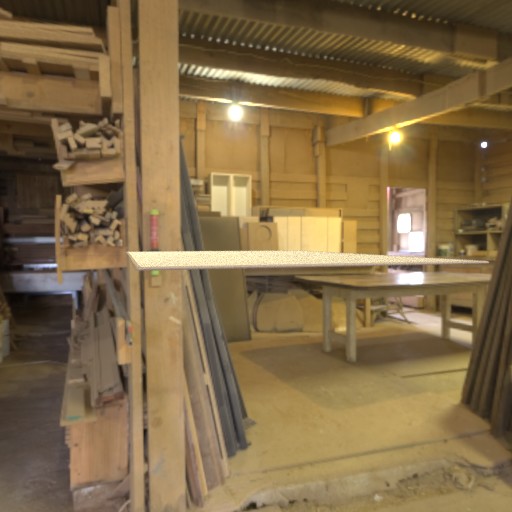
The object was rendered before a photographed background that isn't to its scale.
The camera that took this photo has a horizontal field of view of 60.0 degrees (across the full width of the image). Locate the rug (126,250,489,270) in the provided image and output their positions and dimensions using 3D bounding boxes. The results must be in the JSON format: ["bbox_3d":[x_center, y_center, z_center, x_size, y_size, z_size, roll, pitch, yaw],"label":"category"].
[{"bbox_3d":[0.000,0.000,2.736,1.517,0.013,2.115,-1,2,-17],"label":"rug"}]
